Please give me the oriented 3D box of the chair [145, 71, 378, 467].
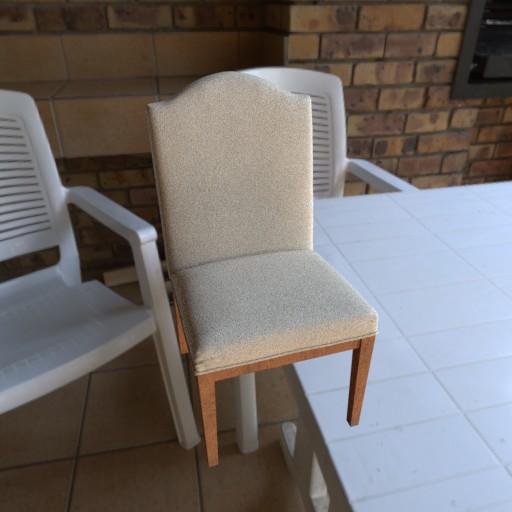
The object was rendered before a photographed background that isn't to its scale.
[{"bbox_3d":[0.000,0.000,1.398,0.534,1.012,0.648,-9,31,-15],"label":"chair"}]
